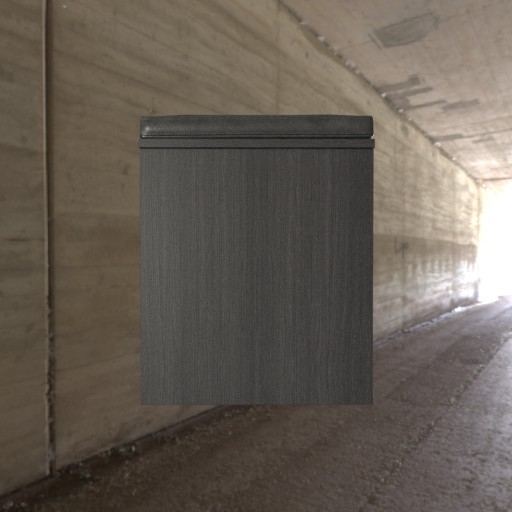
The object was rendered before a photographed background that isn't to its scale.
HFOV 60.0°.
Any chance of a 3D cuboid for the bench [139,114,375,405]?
[{"bbox_3d":[0.000,0.000,1.205,0.401,0.501,0.905,0,1,0],"label":"bench"}]
